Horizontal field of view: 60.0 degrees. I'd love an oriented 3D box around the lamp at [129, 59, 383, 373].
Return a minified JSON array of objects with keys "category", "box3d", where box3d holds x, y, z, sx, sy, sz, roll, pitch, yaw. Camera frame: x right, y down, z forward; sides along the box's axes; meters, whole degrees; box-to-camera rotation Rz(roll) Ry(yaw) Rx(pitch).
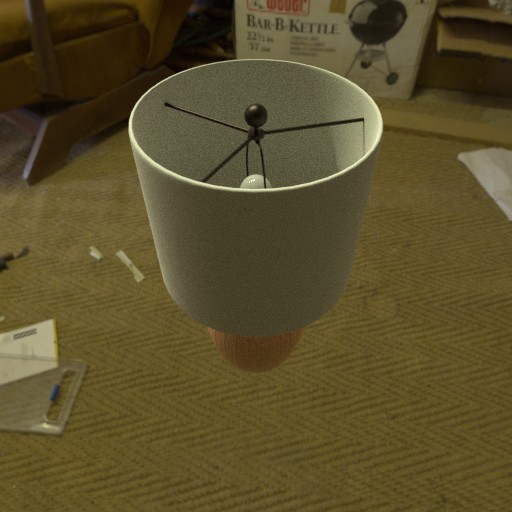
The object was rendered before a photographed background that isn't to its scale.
[{"category":"lamp","box3d":[0.000,0.000,0.778,0.329,0.570,0.329,0,47,0]}]
